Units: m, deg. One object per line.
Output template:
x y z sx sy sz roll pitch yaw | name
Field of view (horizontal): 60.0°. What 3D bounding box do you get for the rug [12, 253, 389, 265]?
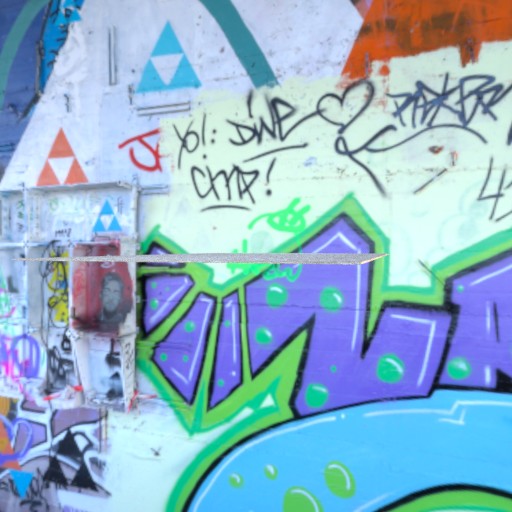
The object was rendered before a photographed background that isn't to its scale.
0.000 0.000 2.249 1.221 0.006 1.827 0 1 19 | rug
